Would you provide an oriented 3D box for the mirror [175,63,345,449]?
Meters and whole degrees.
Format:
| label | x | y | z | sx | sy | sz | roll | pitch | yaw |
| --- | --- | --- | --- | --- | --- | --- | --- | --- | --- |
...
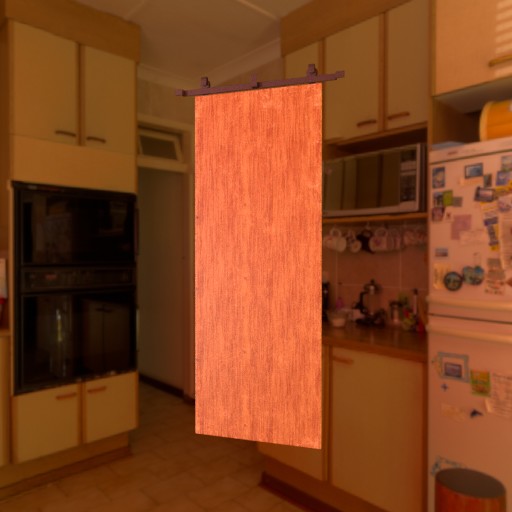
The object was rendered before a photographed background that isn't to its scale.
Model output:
| label | x | y | z | sx | sy | sz | roll | pitch | yaw |
| --- | --- | --- | --- | --- | --- | --- | --- | --- | --- |
| mirror | 0.000 | 0.000 | 2.151 | 0.847 | 1.793 | 0.042 | 0 | 1 | 17 |
